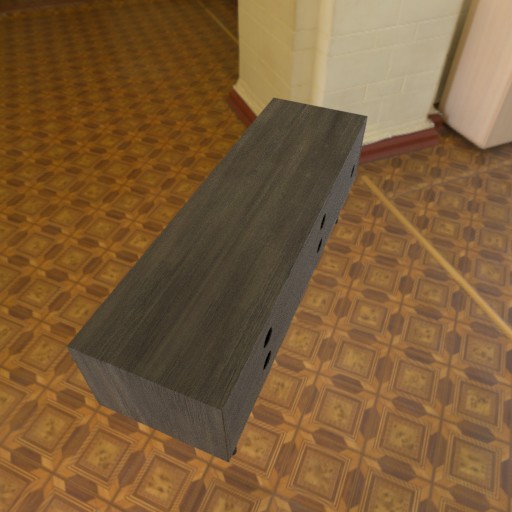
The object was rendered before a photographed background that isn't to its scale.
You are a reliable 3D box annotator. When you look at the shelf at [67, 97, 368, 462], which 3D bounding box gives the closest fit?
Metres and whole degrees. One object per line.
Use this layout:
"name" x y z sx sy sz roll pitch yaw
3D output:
"shelf" 0.000 0.000 1.548 0.400 0.495 1.300 17 49 16
